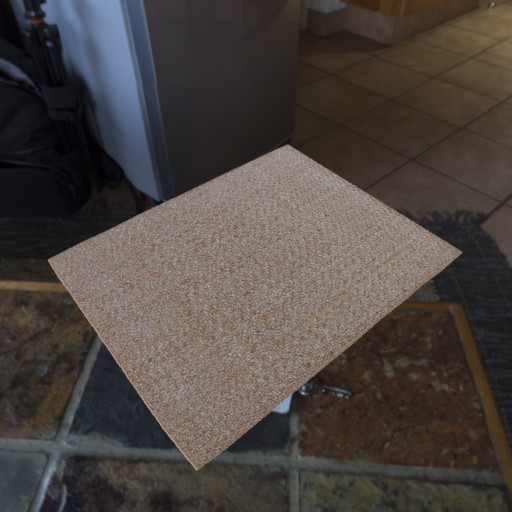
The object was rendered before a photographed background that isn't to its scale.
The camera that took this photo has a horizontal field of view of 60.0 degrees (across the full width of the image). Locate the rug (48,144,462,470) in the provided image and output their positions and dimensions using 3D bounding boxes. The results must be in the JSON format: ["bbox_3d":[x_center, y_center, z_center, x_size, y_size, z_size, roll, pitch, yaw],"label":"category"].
[{"bbox_3d":[0.000,0.000,4.120,3.048,0.013,2.439,-31,54,-26],"label":"rug"}]
